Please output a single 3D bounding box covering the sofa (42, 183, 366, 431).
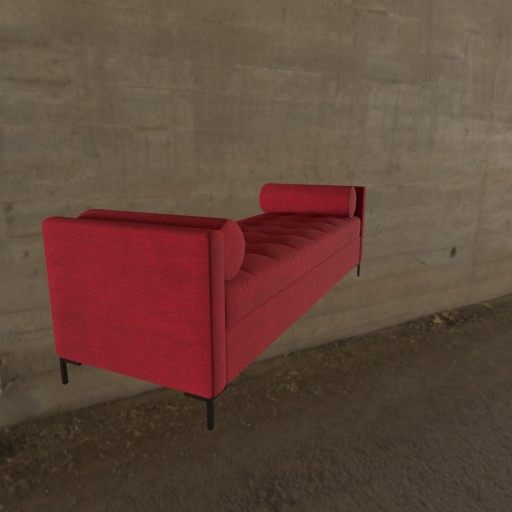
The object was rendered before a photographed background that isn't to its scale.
[{"bbox_3d":[0.000,0.000,2.302,0.686,0.635,1.981,6,15,25],"label":"sofa"}]
